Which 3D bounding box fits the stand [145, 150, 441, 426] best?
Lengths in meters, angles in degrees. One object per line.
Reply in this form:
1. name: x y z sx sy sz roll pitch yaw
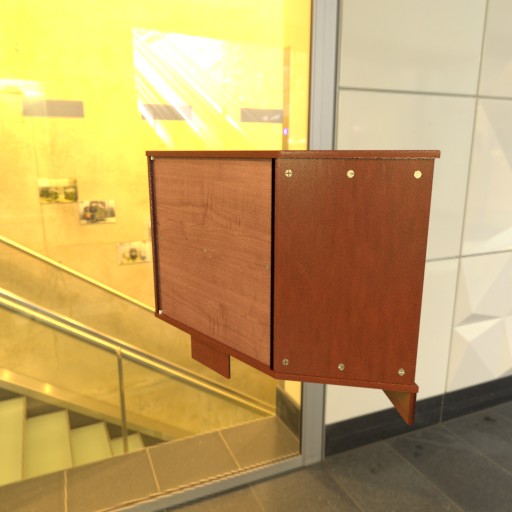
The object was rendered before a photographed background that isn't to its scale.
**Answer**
1. stand: 0.000 0.000 1.326 0.381 0.614 1.072 -12 18 -41
